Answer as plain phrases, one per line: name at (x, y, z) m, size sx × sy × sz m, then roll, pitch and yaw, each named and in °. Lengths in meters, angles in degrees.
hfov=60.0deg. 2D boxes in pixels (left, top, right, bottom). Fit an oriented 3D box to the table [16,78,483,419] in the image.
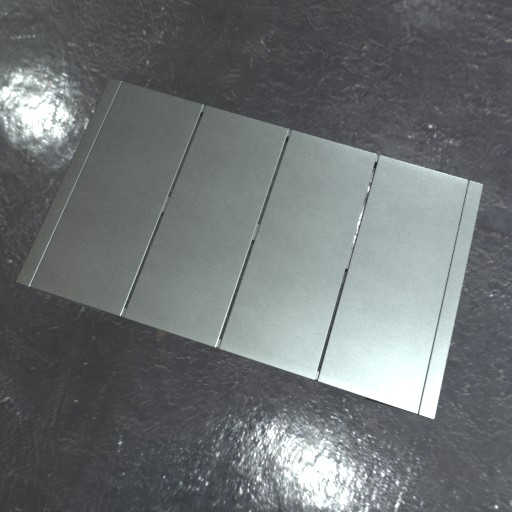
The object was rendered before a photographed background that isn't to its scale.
table at (0.000, 0.000, 1.252) m, size 0.965 × 0.460 × 0.559 m, roll 17°, pitch 76°, yaw 4°
